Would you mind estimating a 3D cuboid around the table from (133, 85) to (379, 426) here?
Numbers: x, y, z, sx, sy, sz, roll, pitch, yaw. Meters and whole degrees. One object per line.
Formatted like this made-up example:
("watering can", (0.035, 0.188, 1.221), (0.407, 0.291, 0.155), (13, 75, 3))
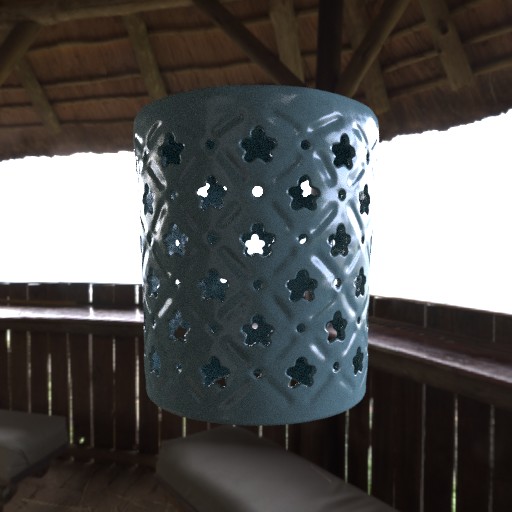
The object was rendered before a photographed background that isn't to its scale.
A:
("table", (0.000, 0.000, 0.657), (0.352, 0.387, 0.352), (0, 1, 0))
